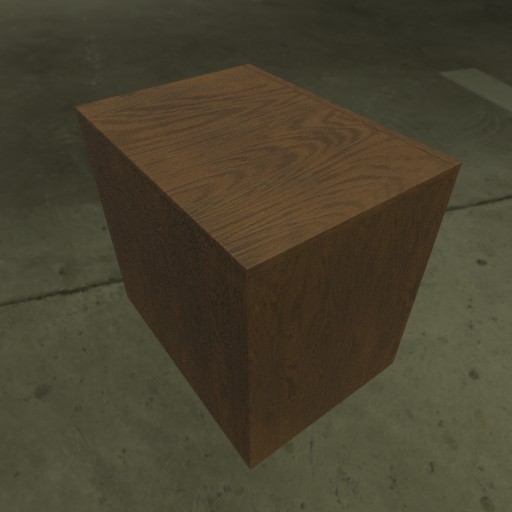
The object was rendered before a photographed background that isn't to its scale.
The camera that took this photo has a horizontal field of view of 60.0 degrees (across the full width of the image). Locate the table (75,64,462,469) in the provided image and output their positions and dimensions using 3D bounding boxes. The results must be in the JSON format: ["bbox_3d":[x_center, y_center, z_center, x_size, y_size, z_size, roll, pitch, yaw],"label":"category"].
[{"bbox_3d":[0.000,0.000,0.957,0.439,0.585,0.560,-26,47,-26],"label":"table"}]
